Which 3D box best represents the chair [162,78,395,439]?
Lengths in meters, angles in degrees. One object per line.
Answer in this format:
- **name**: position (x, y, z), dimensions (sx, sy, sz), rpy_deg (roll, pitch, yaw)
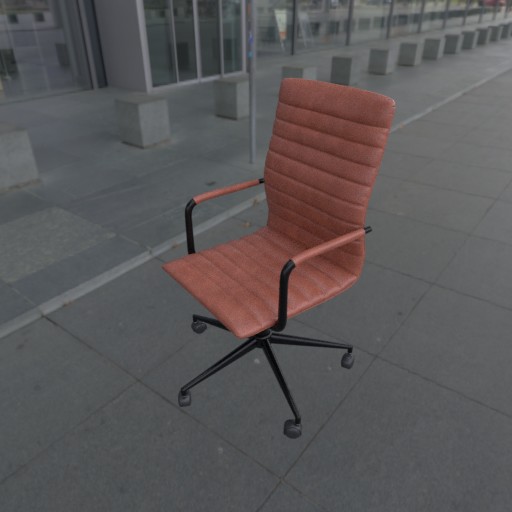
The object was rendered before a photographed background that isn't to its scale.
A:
- **chair**: position (0.000, 0.000, 1.273), dimensions (0.578, 0.878, 0.600), rpy_deg (-21, 37, -31)
